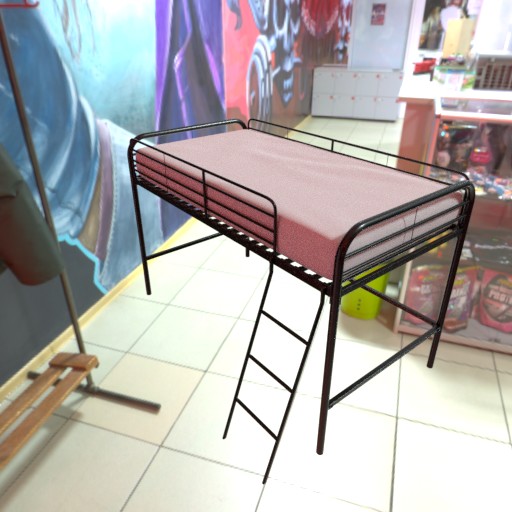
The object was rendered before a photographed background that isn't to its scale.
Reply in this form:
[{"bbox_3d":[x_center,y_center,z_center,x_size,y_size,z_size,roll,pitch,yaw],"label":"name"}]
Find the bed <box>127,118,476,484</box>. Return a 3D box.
[{"bbox_3d":[0.000,0.000,2.864,1.393,1.289,1.968,-21,35,-34],"label":"bed"}]
